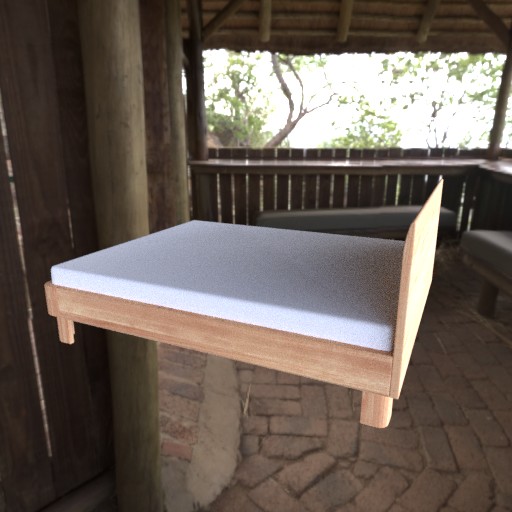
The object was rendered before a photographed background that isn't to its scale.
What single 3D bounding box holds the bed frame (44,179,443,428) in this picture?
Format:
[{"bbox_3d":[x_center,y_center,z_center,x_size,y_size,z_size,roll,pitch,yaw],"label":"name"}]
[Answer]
[{"bbox_3d":[0.000,0.000,2.917,2.092,0.940,1.660,7,18,24],"label":"bed frame"}]
